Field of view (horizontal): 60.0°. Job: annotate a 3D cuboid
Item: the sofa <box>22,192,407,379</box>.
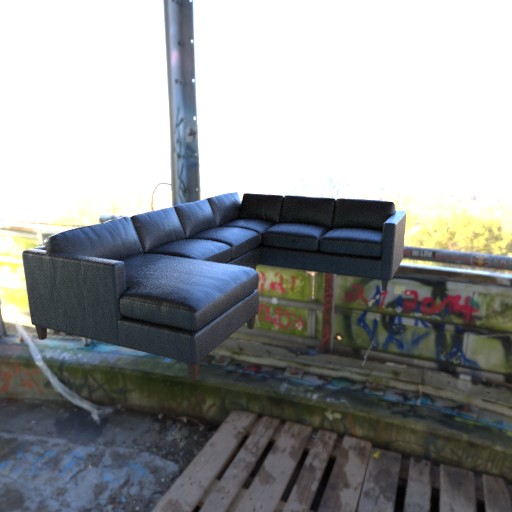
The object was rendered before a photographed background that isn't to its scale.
[{"bbox_3d":[0.000,0.000,4.428,2.452,0.891,3.324,7,16,24],"label":"sofa"}]
